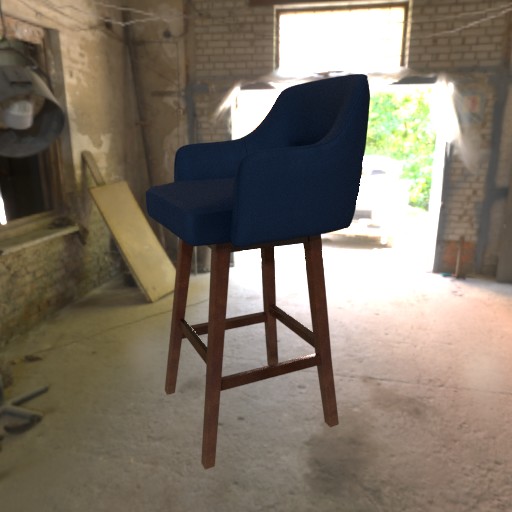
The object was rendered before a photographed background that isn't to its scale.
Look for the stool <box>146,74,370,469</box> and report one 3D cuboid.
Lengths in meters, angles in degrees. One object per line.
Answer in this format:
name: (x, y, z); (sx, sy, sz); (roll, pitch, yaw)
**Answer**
stool: (0.000, 0.000, 1.351); (0.560, 1.041, 0.550); (-8, 17, -25)
